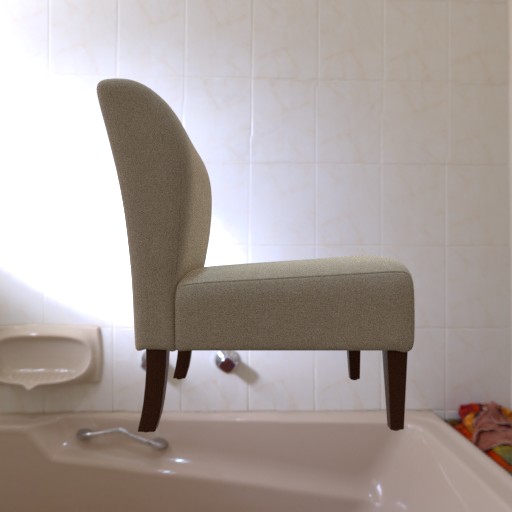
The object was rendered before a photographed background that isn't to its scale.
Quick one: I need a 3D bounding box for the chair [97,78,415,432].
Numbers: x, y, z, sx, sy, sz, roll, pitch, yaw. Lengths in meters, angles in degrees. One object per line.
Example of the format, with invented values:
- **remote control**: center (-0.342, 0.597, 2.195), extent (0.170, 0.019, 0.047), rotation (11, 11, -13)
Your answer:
- **chair**: center (0.000, 0.000, 1.274), extent (0.754, 0.833, 0.521), rotation (0, 0, 0)
